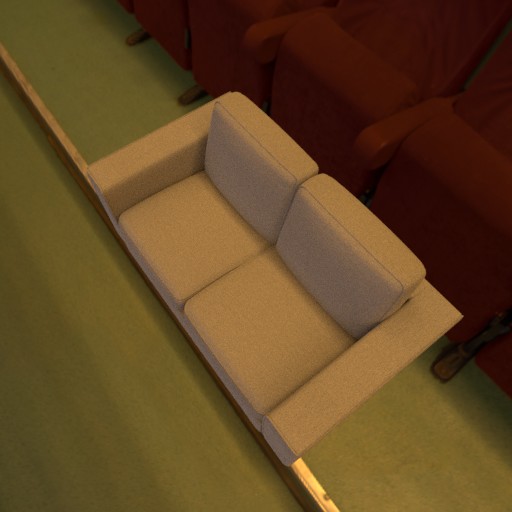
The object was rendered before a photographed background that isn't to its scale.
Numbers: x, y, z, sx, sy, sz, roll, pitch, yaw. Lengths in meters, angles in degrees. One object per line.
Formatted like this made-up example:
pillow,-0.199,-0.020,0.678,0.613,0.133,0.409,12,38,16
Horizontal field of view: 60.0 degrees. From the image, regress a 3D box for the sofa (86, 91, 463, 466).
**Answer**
sofa,0.000,0.000,2.386,1.007,0.924,1.812,-34,67,-17
